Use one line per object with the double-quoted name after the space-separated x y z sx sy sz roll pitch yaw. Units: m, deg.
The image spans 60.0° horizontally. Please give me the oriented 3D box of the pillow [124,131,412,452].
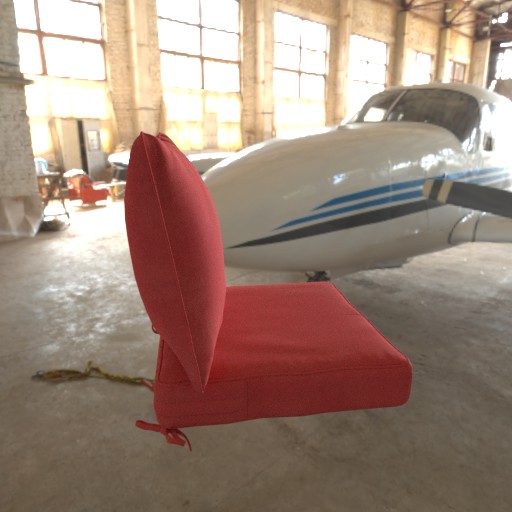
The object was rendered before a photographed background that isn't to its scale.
0.000 0.000 1.340 0.733 0.725 0.798 -2 15 -9 "pillow"
